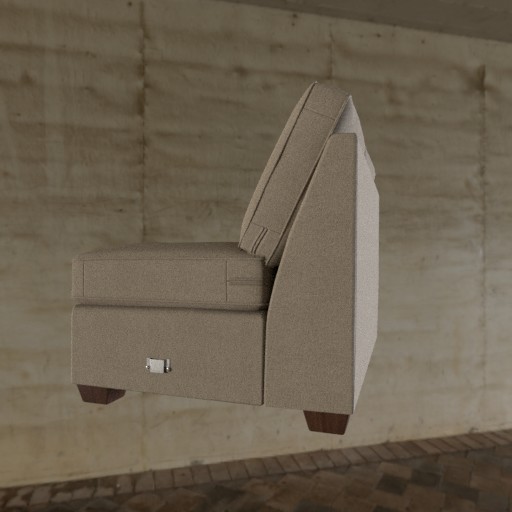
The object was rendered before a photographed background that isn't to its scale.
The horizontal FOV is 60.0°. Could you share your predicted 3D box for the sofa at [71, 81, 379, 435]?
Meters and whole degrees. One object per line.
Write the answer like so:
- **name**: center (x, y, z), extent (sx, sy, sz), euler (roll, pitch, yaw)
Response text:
- **sofa**: center (0.000, 0.000, 1.929), extent (0.978, 1.006, 1.232), euler (0, 0, 18)
